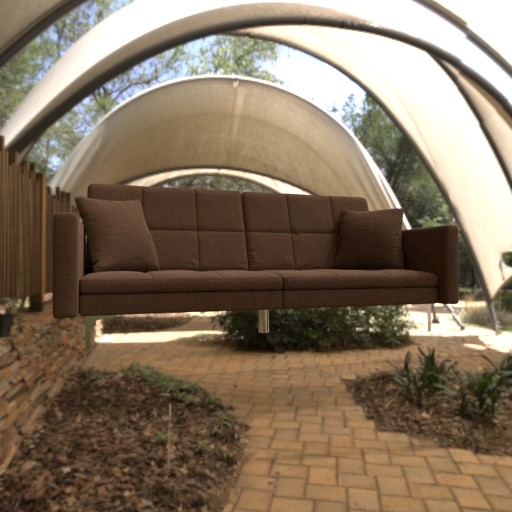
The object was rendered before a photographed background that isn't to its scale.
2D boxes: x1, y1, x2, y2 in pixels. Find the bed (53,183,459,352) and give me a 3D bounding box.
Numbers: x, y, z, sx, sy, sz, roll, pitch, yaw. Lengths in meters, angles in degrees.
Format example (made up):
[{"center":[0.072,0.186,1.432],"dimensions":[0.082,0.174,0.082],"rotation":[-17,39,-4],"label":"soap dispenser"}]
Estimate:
[{"center":[0.000,0.000,2.383],"dimensions":[1.905,0.787,0.889],"rotation":[0,-1,-18],"label":"bed"}]
